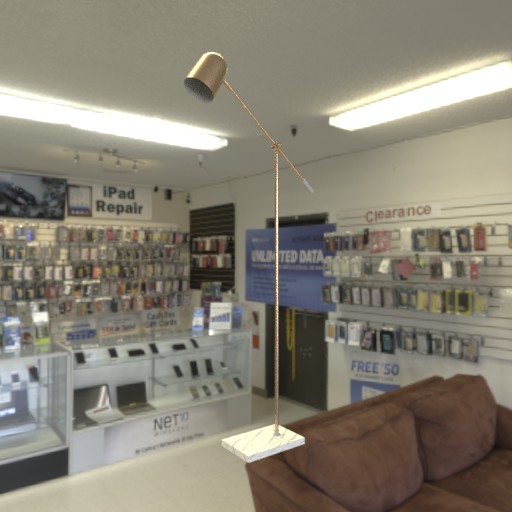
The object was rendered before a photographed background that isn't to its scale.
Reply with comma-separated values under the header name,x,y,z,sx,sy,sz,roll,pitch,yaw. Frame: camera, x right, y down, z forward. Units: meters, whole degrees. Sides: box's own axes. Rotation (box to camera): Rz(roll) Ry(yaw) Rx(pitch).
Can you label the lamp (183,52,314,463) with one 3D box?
name,x,y,z,sx,sy,sz,roll,pitch,yaw
lamp,0.000,0.000,1.849,0.653,1.594,0.194,0,0,-36
